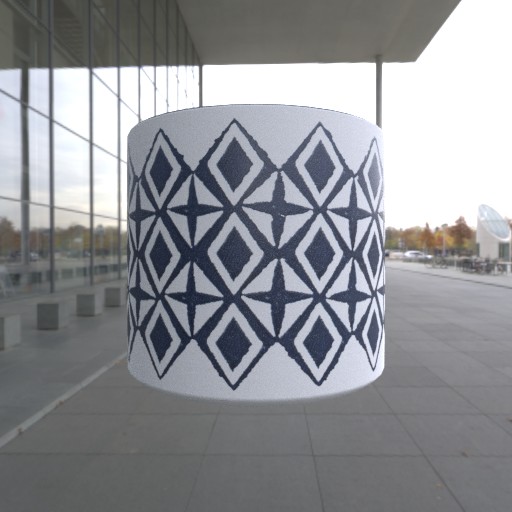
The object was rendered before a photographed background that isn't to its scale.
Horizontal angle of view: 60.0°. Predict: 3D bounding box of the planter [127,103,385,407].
[{"bbox_3d":[0.000,0.000,0.401,0.224,0.203,0.224,0,1,0],"label":"planter"}]
